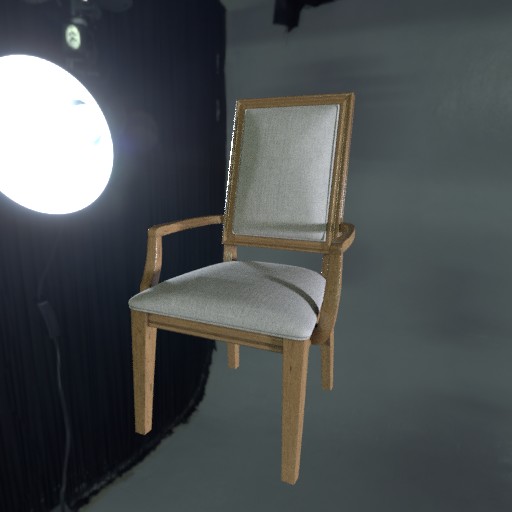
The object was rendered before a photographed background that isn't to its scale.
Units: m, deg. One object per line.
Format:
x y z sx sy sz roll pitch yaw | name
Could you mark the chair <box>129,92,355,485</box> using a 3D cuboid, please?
0.000 0.000 1.356 0.606 0.990 0.602 6 14 25 | chair
